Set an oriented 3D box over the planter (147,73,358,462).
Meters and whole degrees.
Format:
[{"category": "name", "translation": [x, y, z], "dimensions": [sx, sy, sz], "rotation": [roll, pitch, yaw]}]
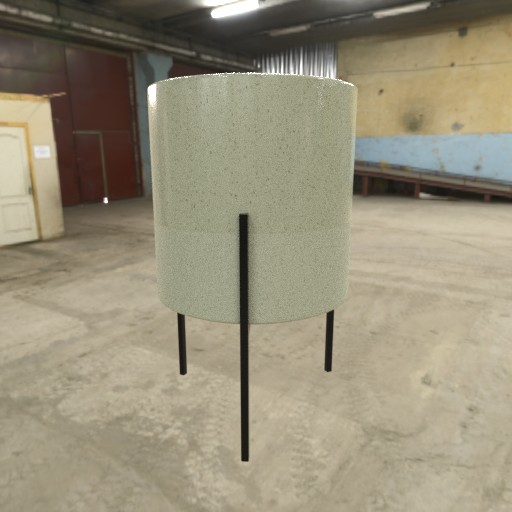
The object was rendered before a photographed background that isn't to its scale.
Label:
[{"category": "planter", "translation": [0.000, 0.000, 0.552], "dimensions": [0.243, 0.390, 0.234], "rotation": [-7, 15, -26]}]
